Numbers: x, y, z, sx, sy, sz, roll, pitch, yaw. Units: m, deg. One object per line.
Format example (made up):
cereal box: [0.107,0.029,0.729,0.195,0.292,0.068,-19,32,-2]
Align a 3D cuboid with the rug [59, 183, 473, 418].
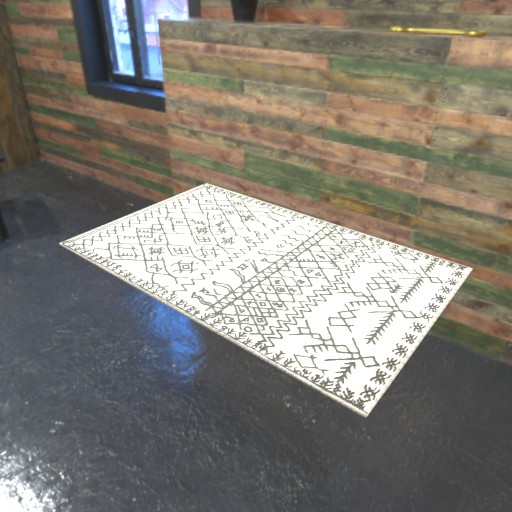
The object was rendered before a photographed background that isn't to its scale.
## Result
rug: [0.000,0.000,3.065,2.444,0.012,1.526,22,37,33]
